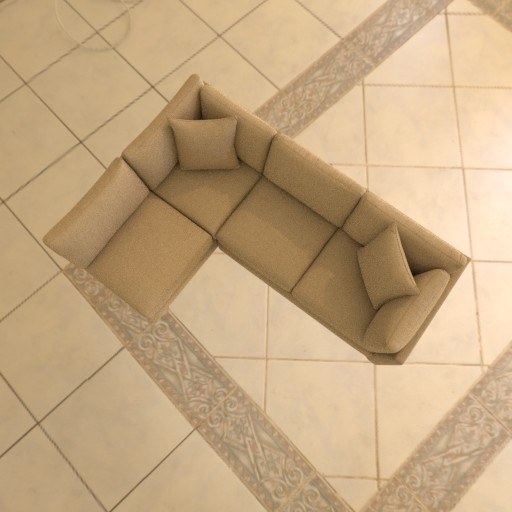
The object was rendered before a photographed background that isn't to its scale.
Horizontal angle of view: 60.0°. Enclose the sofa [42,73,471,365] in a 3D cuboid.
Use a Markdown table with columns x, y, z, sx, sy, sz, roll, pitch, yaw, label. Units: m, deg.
| x | y | z | sx | sy | sz | roll | pitch | yaw | label |
| --- | --- | --- | --- | --- | --- | --- | --- | --- | --- |
| 0.000 | 0.000 | 3.797 | 2.896 | 0.978 | 1.994 | 36 | 78 | 9 | sofa |
